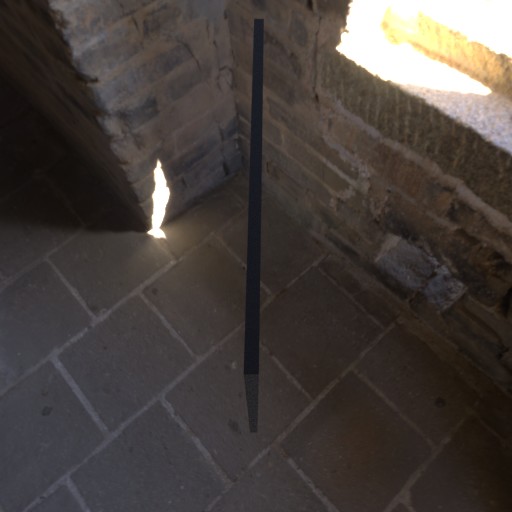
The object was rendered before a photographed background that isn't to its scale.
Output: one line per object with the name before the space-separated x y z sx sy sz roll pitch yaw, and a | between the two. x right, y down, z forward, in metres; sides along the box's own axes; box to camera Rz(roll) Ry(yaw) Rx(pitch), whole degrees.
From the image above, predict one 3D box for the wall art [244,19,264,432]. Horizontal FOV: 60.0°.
wall art | 0.000 0.000 0.673 0.013 0.458 0.456 1 63 0
